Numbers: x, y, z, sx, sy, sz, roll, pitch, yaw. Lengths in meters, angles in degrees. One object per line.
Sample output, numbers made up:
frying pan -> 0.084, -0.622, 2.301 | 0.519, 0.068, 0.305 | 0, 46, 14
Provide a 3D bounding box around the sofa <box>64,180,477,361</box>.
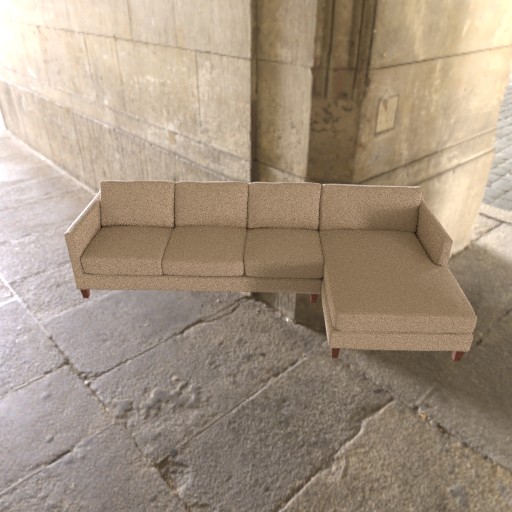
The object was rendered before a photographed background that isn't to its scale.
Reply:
sofa -> 0.000, 0.000, 3.814 | 3.186, 0.861, 1.625 | 1, 31, 2
